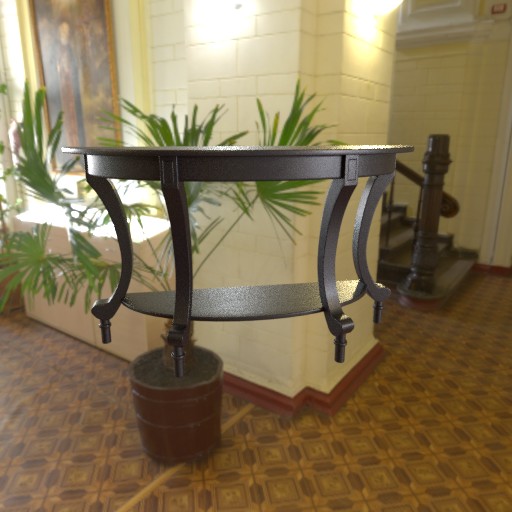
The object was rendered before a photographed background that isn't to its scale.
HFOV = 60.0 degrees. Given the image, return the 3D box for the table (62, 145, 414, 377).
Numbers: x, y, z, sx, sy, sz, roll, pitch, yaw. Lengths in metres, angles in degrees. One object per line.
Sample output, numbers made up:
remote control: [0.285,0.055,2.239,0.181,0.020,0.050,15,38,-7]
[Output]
table: [0.000,0.000,1.457,1.198,0.692,0.394,-3,16,-9]
